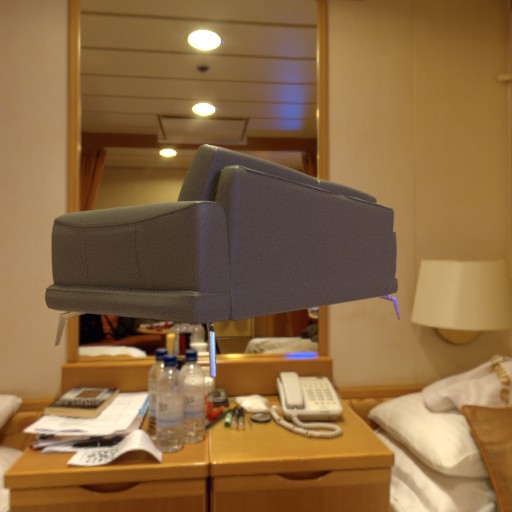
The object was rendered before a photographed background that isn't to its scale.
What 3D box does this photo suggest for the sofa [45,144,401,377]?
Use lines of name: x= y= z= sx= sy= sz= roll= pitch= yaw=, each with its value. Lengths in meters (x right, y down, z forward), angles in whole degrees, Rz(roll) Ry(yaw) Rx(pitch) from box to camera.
sofa: x=0.000 y=0.000 z=2.748 sx=1.121 sy=0.930 sz=2.177 roll=-1 pitch=-1 yaw=37
